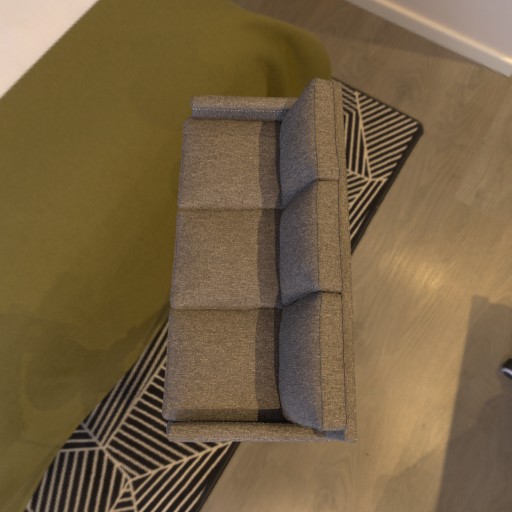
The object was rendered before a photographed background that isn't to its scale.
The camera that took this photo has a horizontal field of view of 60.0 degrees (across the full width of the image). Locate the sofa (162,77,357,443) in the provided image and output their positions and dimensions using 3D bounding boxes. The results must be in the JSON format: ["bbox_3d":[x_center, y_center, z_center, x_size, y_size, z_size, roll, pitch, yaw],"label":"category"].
[{"bbox_3d":[0.000,0.000,2.881,1.084,1.003,2.246,1,73,0],"label":"sofa"}]
